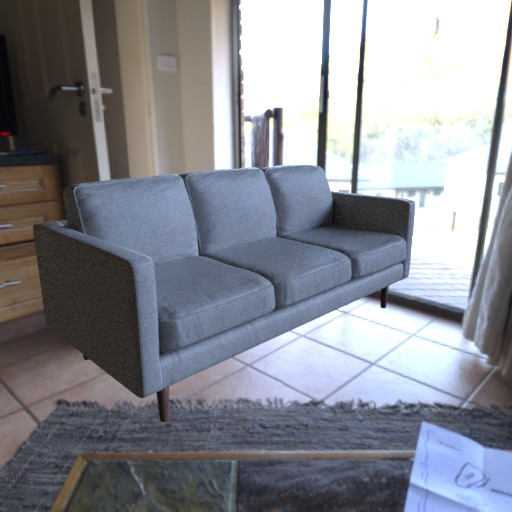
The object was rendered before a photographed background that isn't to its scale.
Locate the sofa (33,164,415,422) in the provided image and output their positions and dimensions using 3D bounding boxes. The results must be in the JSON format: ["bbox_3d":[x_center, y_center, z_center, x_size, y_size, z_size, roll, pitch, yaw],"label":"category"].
[{"bbox_3d":[0.000,0.000,2.462,1.983,0.918,0.944,-15,21,-43],"label":"sofa"}]
